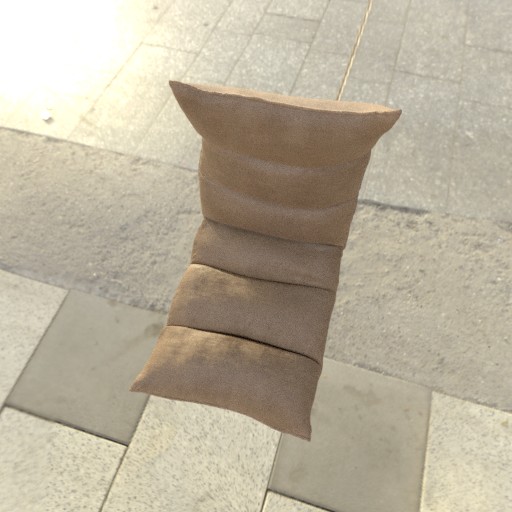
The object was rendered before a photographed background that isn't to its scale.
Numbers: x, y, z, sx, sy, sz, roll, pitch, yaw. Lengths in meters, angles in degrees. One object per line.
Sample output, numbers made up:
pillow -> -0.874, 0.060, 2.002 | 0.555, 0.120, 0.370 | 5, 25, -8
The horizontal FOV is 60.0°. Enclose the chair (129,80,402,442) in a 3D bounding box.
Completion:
chair -> 0.000, 0.000, 1.559 | 0.714, 0.892, 0.985 | 13, 59, 8
